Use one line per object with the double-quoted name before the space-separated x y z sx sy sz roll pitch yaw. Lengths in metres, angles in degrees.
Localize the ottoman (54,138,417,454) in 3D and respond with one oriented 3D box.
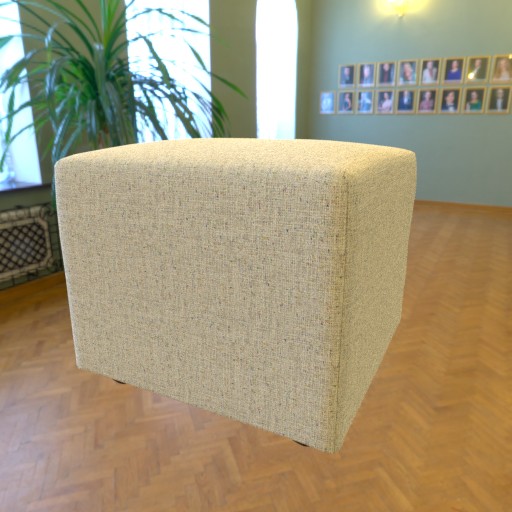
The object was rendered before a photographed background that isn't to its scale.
"ottoman" 0.000 0.000 0.885 0.521 0.453 0.512 8 19 26
